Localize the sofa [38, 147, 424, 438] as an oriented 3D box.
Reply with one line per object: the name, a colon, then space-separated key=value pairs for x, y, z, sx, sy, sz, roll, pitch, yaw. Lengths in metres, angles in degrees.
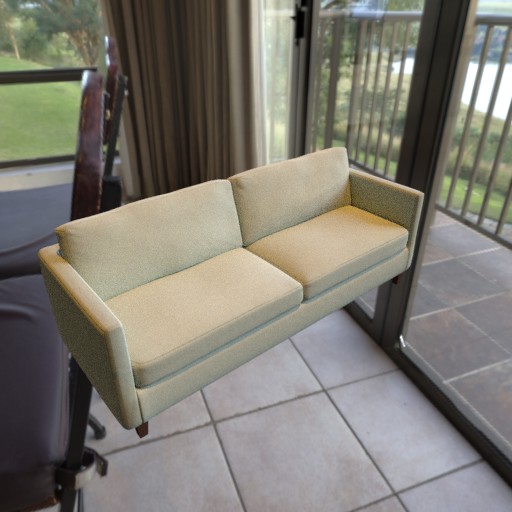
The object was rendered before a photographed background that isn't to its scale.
sofa: x=0.000 y=0.000 z=2.953 sx=2.434 sy=0.965 sz=0.948 roll=-23 pitch=37 yaw=-33
